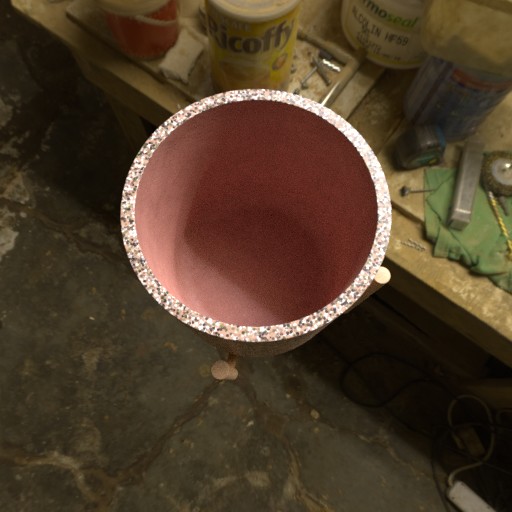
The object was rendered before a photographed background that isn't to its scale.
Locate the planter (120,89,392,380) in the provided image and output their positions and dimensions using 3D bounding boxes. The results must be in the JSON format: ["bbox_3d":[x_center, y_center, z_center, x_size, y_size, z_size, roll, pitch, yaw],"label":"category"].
[{"bbox_3d":[0.000,0.000,0.697,0.360,0.419,0.360,37,77,10],"label":"planter"}]
